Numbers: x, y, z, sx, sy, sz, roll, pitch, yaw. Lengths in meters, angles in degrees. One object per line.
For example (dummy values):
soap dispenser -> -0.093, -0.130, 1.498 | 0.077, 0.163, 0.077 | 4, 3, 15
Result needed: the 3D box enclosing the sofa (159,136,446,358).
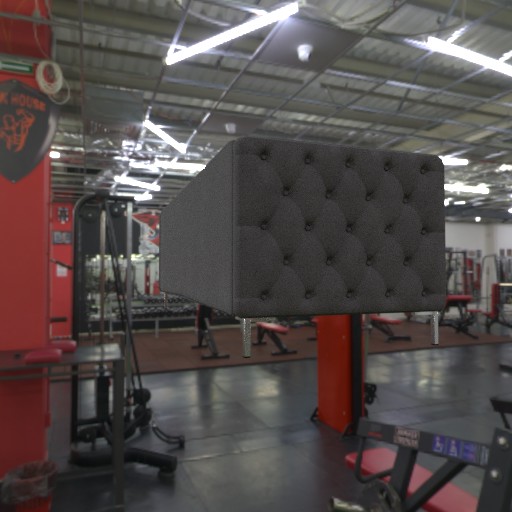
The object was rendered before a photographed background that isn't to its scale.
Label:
sofa -> 0.000, 0.000, 2.644 | 0.895, 0.771, 2.209 | 1, -2, -19
